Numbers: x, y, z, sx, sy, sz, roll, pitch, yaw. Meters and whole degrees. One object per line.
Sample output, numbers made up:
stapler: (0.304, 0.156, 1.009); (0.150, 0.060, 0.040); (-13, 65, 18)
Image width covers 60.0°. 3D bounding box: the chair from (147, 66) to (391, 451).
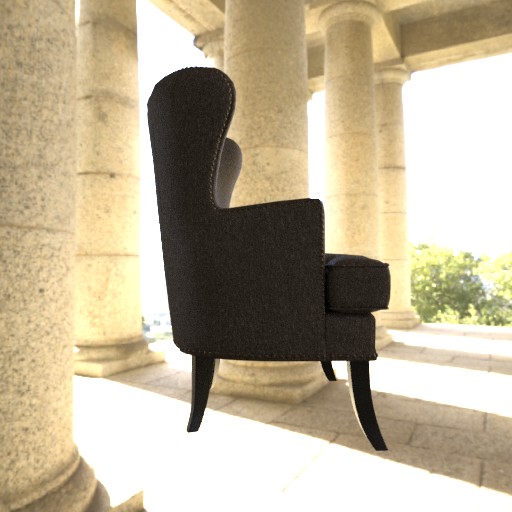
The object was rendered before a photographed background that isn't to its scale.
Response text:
chair: (0.000, 0.000, 1.571); (0.758, 1.060, 0.759); (0, -2, 0)
